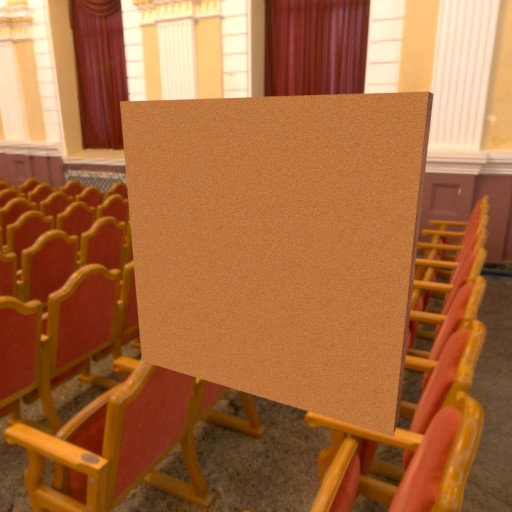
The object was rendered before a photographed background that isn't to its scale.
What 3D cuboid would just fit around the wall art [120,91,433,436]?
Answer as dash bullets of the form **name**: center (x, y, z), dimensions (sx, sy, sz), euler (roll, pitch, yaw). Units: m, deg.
- **wall art**: center (0.000, 0.000, 0.573), dimensions (0.386, 0.385, 0.038), euler (8, 18, 26)
